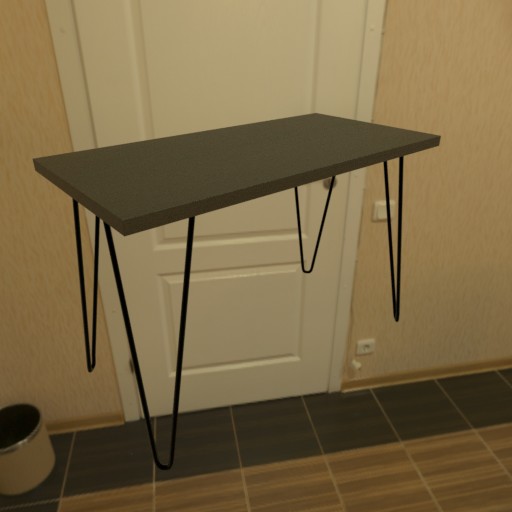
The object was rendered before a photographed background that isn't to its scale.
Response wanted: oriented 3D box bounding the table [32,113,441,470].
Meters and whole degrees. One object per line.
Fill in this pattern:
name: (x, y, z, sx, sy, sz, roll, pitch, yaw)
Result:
table: (0.000, 0.000, 1.334, 0.991, 0.660, 0.499, -21, 34, -35)
